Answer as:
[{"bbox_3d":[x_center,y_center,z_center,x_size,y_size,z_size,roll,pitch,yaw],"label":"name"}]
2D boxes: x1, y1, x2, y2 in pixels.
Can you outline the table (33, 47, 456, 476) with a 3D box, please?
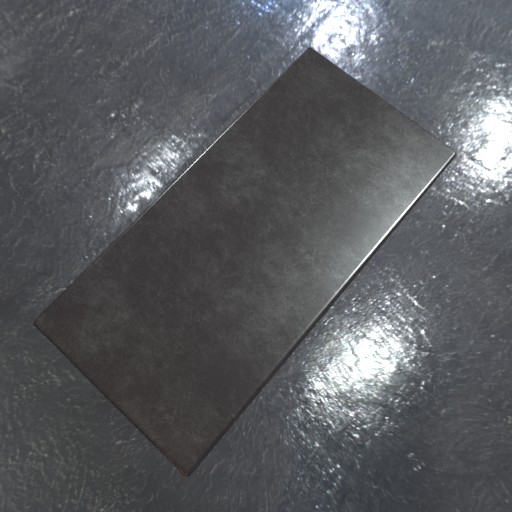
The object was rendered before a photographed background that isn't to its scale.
[{"bbox_3d":[0.000,0.000,1.481,0.580,0.487,1.171,40,79,10],"label":"table"}]
